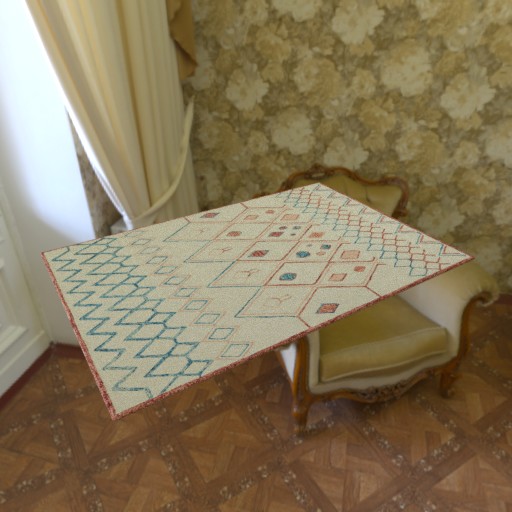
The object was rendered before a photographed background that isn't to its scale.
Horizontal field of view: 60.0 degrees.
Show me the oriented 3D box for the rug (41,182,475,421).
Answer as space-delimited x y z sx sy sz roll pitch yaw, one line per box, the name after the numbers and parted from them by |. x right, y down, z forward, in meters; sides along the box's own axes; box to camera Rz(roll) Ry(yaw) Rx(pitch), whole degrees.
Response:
0.000 0.000 2.240 1.829 0.016 1.219 -18 35 -28 | rug
